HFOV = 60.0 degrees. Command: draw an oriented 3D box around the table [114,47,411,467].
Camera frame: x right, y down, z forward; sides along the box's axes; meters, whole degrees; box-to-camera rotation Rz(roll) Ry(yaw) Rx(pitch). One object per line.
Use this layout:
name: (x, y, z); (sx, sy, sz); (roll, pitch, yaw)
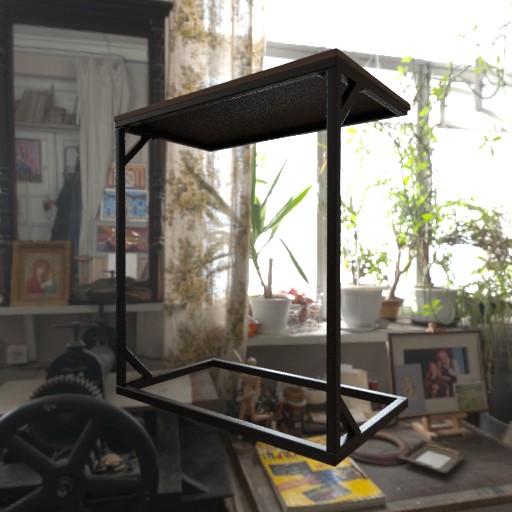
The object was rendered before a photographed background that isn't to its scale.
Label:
table: (0.000, 0.000, 1.031); (0.597, 0.673, 0.351); (1, 1, 38)
